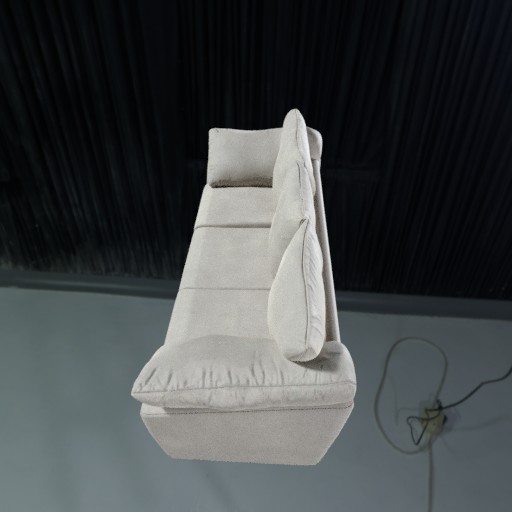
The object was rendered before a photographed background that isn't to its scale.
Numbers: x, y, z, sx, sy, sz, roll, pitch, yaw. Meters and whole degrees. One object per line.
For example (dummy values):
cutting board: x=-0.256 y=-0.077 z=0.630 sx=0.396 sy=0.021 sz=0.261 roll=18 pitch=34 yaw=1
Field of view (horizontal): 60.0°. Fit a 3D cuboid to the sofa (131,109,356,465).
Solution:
sofa: x=0.000 y=0.000 z=2.698 sx=0.878 sy=0.996 sz=2.334 roll=2 pitch=40 yaw=2
